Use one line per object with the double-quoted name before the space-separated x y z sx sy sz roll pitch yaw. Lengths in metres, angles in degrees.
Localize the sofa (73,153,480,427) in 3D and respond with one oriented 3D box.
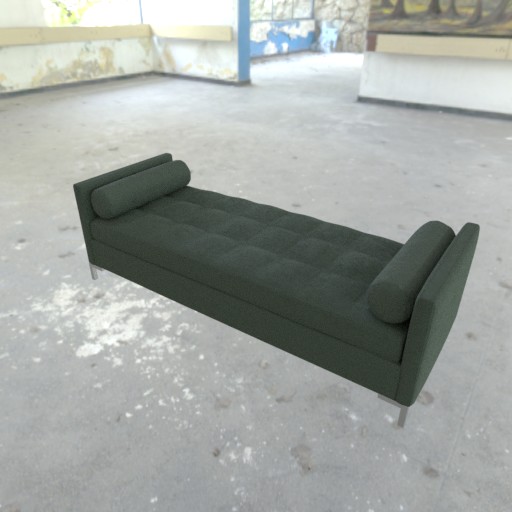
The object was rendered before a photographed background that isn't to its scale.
"sofa" 0.000 0.000 2.502 2.102 0.657 0.797 19 35 30
